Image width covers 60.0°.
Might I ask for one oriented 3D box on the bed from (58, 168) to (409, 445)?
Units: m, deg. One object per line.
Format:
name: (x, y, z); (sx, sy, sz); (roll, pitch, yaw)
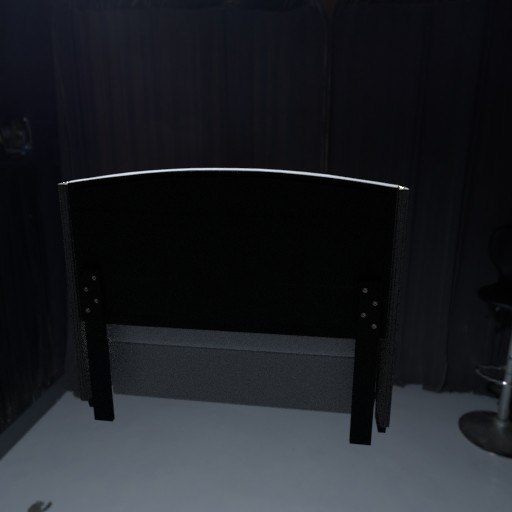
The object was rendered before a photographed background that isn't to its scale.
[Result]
bed: (0.000, 0.000, 3.306); (1.710, 1.407, 2.237); (2, 15, 8)
